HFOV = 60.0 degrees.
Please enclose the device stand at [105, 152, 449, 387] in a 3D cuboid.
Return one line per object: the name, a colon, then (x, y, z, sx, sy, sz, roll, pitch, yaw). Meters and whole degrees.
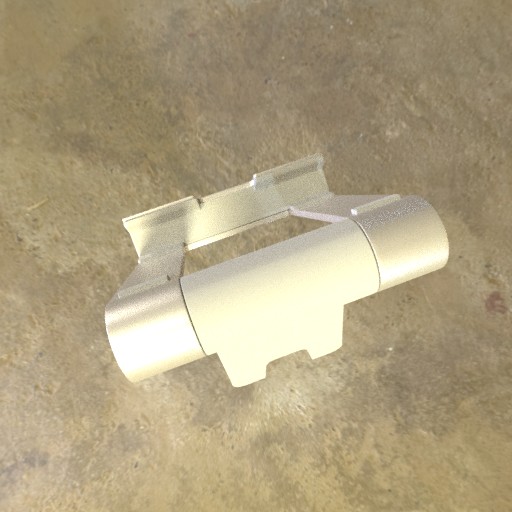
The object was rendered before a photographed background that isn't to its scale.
device stand: (0.000, 0.000, 0.152, 0.086, 0.084, 0.079, -20, 76, -5)
